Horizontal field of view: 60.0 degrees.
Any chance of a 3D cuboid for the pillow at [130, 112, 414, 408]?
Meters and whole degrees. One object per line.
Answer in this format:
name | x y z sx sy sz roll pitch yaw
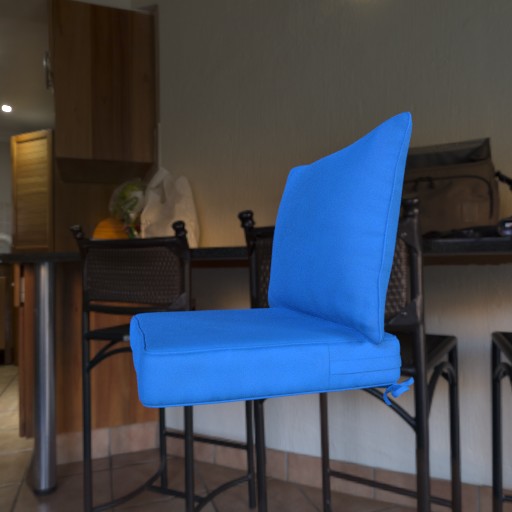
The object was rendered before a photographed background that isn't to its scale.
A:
pillow | 0.000 0.000 1.369 0.733 0.725 0.798 0 0 -18
